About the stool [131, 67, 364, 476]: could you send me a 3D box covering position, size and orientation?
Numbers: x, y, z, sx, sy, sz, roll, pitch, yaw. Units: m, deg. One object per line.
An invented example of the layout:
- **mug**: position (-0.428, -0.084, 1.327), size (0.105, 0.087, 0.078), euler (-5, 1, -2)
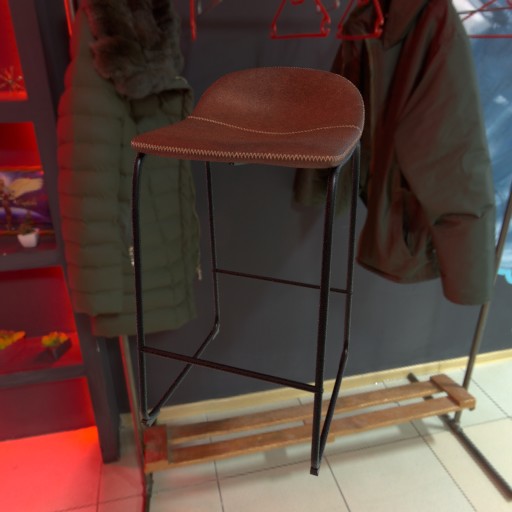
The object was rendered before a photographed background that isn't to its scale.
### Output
- **stool**: position (0.000, 0.000, 1.081), size (0.454, 0.830, 0.473), euler (9, 27, 17)
